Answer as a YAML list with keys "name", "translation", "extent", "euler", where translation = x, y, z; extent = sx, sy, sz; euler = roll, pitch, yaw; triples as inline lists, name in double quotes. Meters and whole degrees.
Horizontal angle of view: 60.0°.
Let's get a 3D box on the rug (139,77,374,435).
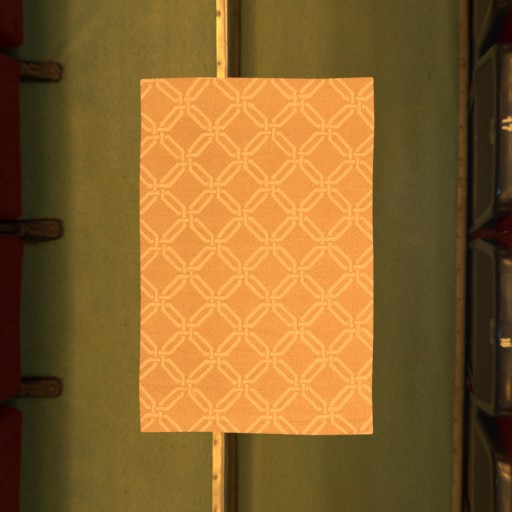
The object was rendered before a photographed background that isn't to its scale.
- name: "rug"
  translation: [0.000, 0.000, 2.162]
  extent: [1.146, 0.010, 1.745]
  euler: [0, 90, 1]
